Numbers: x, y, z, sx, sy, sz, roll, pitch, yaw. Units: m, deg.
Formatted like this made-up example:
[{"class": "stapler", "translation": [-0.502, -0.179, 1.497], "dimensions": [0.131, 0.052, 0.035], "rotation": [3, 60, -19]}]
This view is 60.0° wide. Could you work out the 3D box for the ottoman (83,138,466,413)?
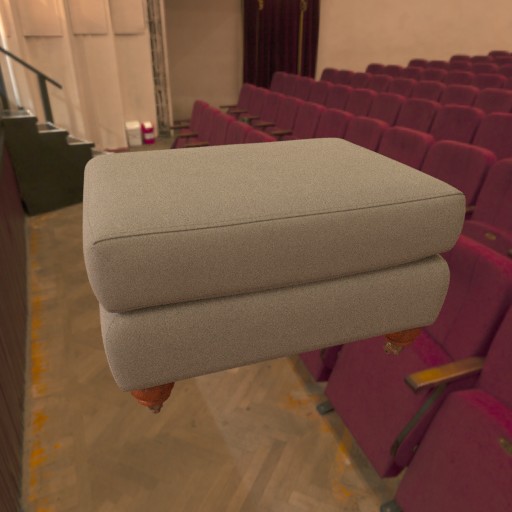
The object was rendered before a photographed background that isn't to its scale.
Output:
[{"class": "ottoman", "translation": [0.000, 0.000, 1.119], "dimensions": [0.773, 0.499, 0.569], "rotation": [-9, 28, -17]}]
